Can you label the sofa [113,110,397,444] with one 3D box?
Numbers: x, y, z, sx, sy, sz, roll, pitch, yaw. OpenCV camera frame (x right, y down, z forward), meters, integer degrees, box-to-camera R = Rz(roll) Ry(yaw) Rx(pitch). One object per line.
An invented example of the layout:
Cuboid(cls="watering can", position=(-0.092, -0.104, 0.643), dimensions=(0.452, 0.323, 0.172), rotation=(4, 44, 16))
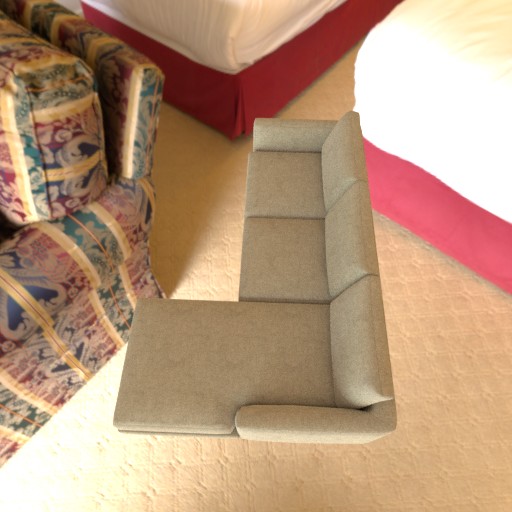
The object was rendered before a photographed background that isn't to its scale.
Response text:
Cuboid(cls="sofa", position=(0.000, 0.000, 3.165), dimensions=(1.626, 0.864, 2.438), rotation=(2, 58, 1))
